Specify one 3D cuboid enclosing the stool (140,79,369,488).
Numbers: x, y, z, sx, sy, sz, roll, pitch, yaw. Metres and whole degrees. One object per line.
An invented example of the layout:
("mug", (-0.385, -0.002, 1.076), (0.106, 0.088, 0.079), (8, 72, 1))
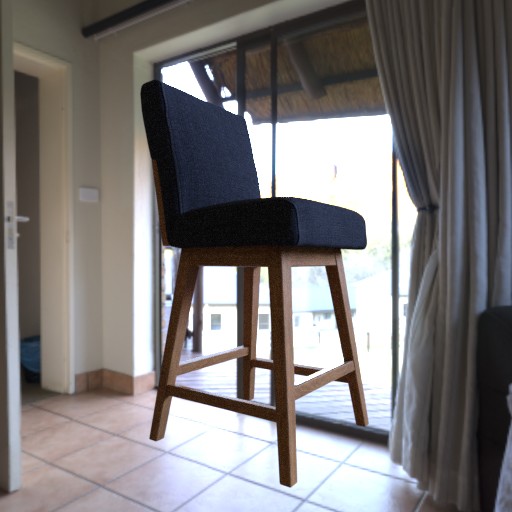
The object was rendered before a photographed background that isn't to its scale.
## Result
("stool", (0.000, 0.000, 1.295), (0.526, 1.010, 0.459), (0, -1, 35))
